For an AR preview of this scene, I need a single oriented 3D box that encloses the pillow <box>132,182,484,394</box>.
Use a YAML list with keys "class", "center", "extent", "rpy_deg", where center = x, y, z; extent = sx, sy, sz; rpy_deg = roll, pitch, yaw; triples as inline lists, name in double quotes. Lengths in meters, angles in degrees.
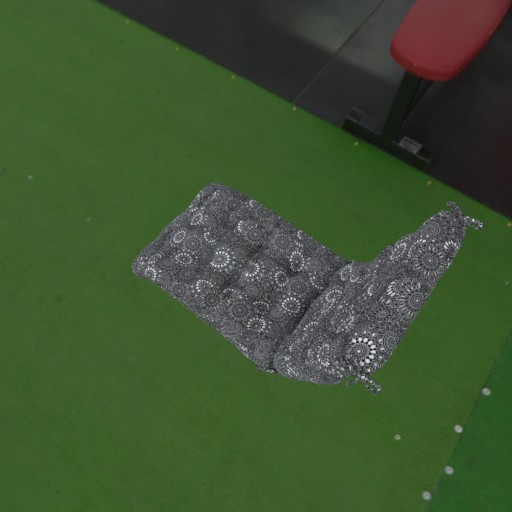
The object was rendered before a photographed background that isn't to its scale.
- class: "pillow"
  center: [0.000, 0.000, 1.486]
  extent: [1.016, 0.863, 0.526]
  rpy_deg: [35, 69, 15]
